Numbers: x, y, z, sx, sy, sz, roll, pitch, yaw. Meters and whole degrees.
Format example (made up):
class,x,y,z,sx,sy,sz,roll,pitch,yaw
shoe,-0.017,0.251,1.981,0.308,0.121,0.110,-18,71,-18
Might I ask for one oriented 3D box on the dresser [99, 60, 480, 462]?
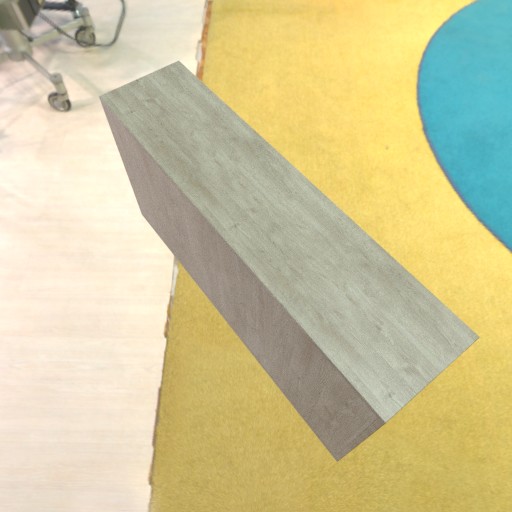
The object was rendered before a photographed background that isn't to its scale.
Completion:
class,x,y,z,sx,sy,sz,roll,pitch,yaw
dresser,0.000,0.000,1.861,0.390,0.795,1.590,-34,64,-19
